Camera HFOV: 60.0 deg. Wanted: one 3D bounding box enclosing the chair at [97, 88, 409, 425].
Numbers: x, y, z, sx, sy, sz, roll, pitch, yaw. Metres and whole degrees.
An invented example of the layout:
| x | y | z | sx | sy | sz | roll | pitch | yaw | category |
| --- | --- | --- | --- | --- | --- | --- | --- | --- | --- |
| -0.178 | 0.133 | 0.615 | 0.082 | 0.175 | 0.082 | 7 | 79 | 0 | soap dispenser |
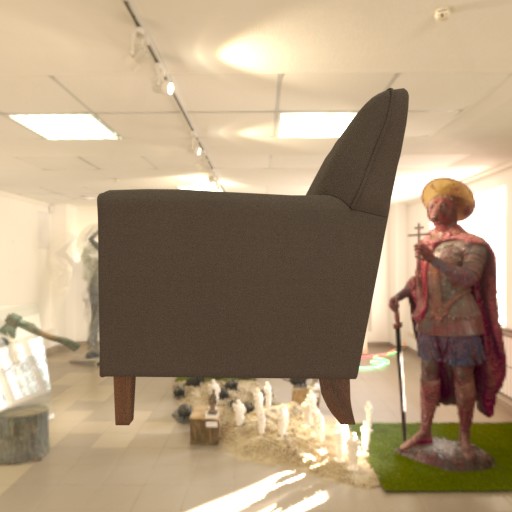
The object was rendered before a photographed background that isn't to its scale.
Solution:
| x | y | z | sx | sy | sz | roll | pitch | yaw | category |
| --- | --- | --- | --- | --- | --- | --- | --- | --- | --- |
| 0.000 | 0.000 | 1.564 | 0.831 | 0.911 | 0.836 | 0 | -1 | 0 | chair |
